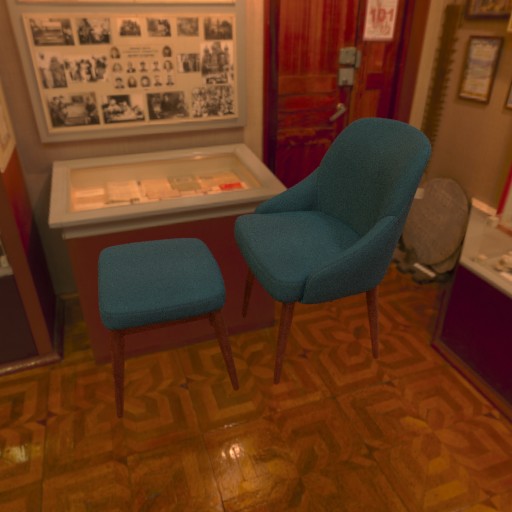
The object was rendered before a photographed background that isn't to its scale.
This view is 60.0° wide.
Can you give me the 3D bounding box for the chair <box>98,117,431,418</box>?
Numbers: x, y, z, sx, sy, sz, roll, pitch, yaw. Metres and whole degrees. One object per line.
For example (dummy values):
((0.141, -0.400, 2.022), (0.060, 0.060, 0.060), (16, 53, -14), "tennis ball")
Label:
((0.000, 0.000, 1.605), (1.114, 0.866, 0.584), (-9, 31, -15), "chair")
